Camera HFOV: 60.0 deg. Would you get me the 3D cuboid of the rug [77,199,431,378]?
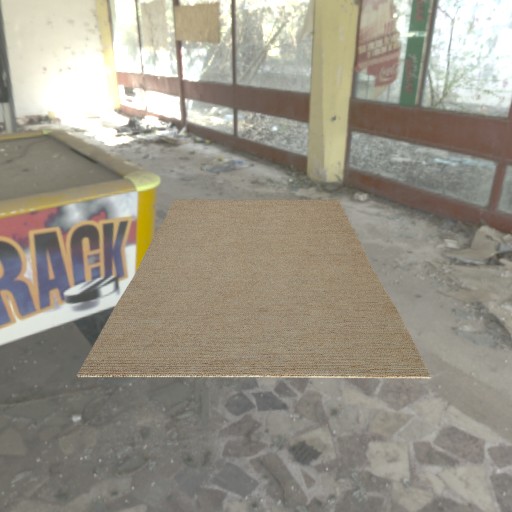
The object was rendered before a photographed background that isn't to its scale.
[{"bbox_3d":[0.000,0.000,3.005,1.533,0.011,2.439,0,25,0],"label":"rug"}]
